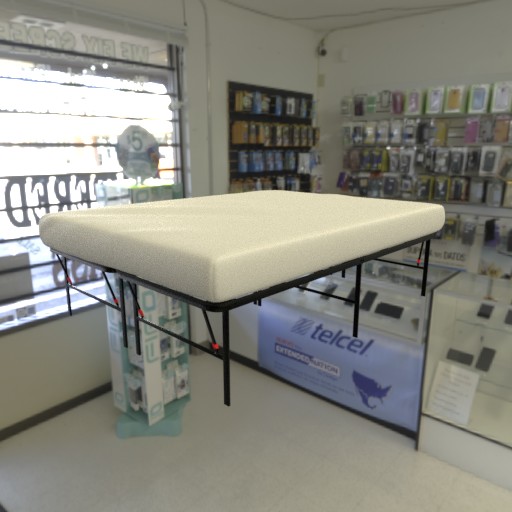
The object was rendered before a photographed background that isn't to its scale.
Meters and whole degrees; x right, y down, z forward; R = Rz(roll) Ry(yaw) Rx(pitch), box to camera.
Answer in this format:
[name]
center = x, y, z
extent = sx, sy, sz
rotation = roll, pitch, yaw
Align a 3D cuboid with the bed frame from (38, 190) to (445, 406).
[bed frame]
center = 0.000, 0.000, 2.848
extent = 1.584, 0.667, 2.151
rotation = 13, 19, 42
